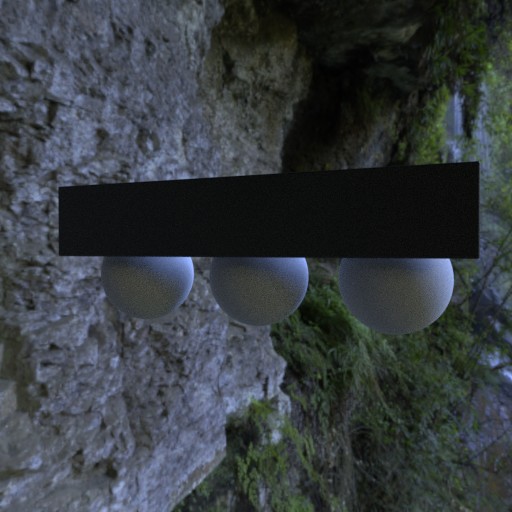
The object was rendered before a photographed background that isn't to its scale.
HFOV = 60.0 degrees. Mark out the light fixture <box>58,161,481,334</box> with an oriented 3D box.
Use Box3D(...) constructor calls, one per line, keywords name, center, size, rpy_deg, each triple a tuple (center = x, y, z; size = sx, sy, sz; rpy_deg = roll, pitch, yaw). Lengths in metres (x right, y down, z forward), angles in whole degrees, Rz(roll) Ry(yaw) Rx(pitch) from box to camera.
Box3D(name="light fixture", center=(0.000, 0.000, 0.823), size=(0.721, 0.263, 0.218), rpy_deg=(0, 1, 20))
